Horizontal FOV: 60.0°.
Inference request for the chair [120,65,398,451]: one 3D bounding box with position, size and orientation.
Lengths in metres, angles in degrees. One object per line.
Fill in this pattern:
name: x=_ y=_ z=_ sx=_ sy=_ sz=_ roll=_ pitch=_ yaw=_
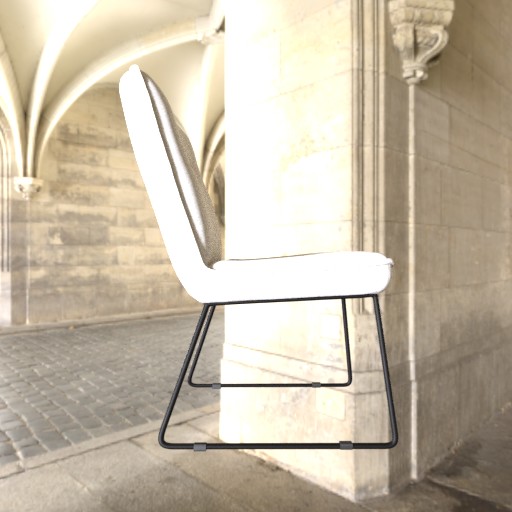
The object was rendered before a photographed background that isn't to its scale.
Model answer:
chair: x=0.000 y=0.000 z=1.311 sx=0.688 sy=0.930 sz=0.515 roll=0 pitch=0 yaw=0
